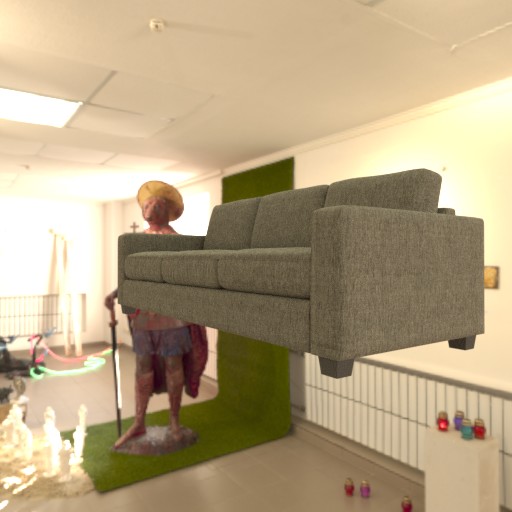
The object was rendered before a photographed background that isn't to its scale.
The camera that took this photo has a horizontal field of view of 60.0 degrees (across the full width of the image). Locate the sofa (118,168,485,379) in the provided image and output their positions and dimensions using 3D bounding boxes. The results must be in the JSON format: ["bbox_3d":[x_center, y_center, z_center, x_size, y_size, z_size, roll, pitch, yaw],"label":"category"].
[{"bbox_3d":[0.000,0.000,2.512,0.900,0.800,2.160,0,0,-35],"label":"sofa"}]
